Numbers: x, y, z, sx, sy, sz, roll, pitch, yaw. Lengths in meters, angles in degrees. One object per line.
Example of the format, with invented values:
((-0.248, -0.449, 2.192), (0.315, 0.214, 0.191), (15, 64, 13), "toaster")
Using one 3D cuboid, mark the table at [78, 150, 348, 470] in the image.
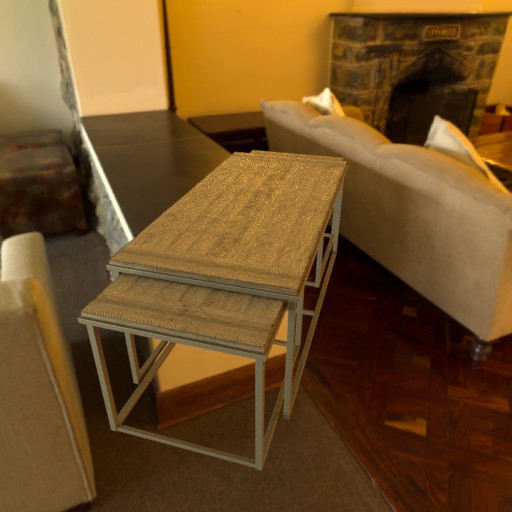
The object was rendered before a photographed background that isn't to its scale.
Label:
((0.000, 0.000, 1.550), (0.489, 0.427, 1.312), (8, 31, 14), "table")
